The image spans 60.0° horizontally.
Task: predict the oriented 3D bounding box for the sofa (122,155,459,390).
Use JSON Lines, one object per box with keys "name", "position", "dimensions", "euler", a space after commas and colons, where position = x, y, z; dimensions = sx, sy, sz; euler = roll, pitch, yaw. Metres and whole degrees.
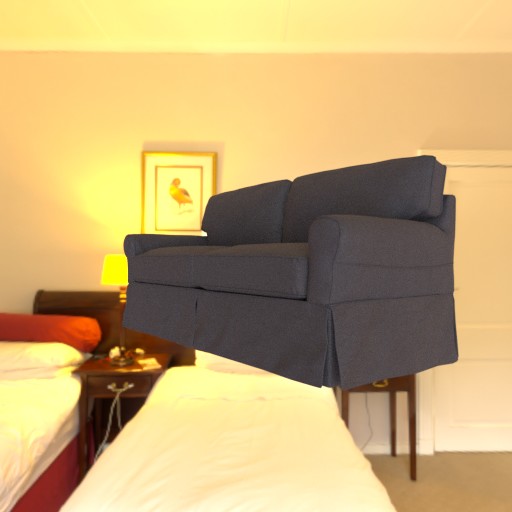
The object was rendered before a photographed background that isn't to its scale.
{"name": "sofa", "position": [0.000, 0.000, 2.895], "dimensions": [0.983, 1.094, 2.256], "euler": [0, 0, -39]}
